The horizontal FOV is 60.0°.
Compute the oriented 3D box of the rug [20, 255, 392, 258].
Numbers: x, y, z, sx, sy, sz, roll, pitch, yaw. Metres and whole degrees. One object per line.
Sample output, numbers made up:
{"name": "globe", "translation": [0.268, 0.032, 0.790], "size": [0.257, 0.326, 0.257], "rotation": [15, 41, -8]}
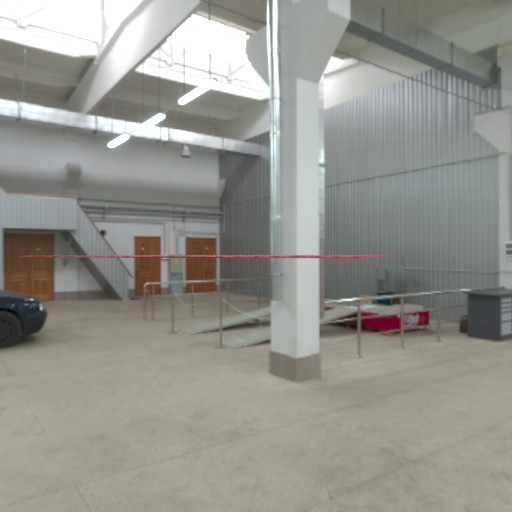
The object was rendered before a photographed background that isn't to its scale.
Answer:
{"name": "rug", "translation": [0.000, 0.000, 2.838], "size": [1.579, 0.007, 2.184], "rotation": [0, 0, 19]}
